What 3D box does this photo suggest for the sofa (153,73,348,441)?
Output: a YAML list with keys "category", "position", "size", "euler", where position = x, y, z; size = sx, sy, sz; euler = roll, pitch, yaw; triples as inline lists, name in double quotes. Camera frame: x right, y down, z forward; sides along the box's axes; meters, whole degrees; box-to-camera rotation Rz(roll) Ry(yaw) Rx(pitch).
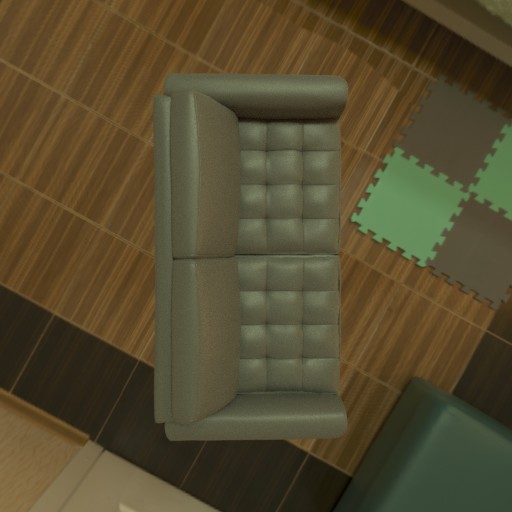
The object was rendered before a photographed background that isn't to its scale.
- category: "sofa"
  position: [0.000, 0.000, 2.730]
  size: [1.121, 0.930, 2.177]
  euler: [0, 91, -1]
